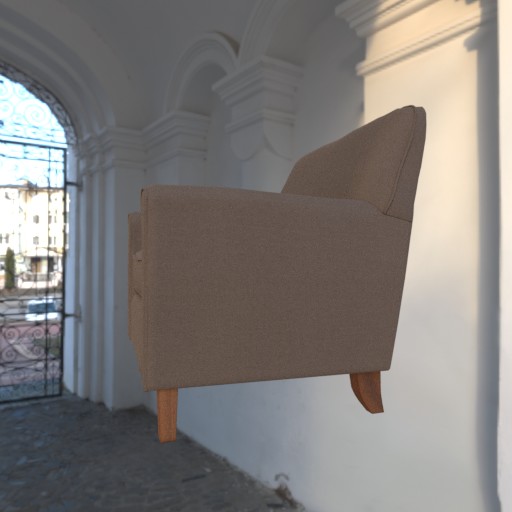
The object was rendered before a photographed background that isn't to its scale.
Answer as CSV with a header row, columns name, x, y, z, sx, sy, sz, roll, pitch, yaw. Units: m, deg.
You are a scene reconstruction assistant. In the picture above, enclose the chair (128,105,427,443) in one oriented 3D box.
name,x,y,z,sx,sy,sz,roll,pitch,yaw
chair,0.000,0.000,1.557,0.831,0.911,0.836,0,0,-19
